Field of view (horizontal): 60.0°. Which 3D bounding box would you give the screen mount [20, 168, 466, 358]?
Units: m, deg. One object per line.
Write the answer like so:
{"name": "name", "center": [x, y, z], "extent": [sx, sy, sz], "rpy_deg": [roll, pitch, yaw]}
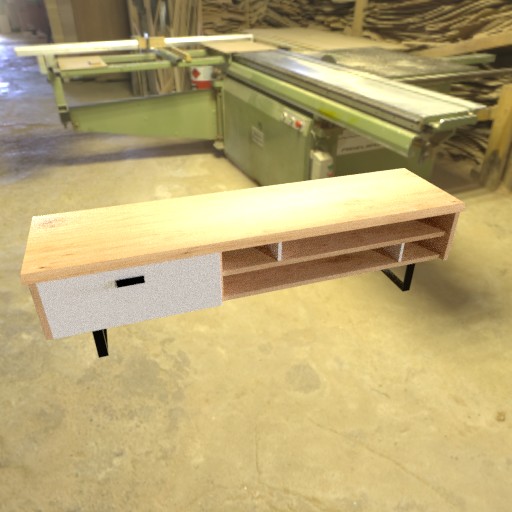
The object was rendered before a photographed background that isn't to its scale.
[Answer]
{"name": "screen mount", "center": [0.000, 0.000, 1.900], "extent": [1.700, 0.430, 0.450], "rpy_deg": [-10, 33, -16]}
